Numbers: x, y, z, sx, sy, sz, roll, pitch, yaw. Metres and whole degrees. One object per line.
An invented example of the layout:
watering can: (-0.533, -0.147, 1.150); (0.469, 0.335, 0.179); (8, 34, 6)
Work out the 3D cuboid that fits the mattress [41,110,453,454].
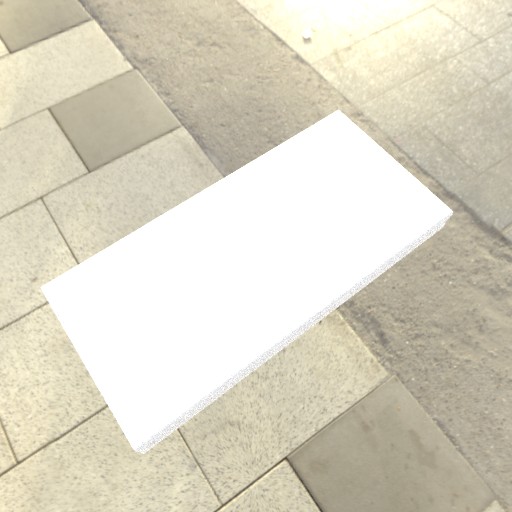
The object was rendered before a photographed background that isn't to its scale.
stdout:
mattress: (0.000, 0.000, 2.277); (1.900, 0.200, 0.900); (-34, 68, -16)
